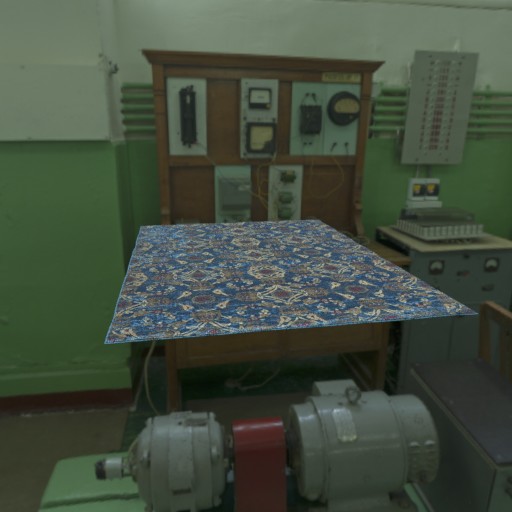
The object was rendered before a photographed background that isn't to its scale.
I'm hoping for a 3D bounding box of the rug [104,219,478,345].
[{"bbox_3d":[0.000,0.000,4.235,2.337,0.013,3.291,-3,16,-10],"label":"rug"}]
